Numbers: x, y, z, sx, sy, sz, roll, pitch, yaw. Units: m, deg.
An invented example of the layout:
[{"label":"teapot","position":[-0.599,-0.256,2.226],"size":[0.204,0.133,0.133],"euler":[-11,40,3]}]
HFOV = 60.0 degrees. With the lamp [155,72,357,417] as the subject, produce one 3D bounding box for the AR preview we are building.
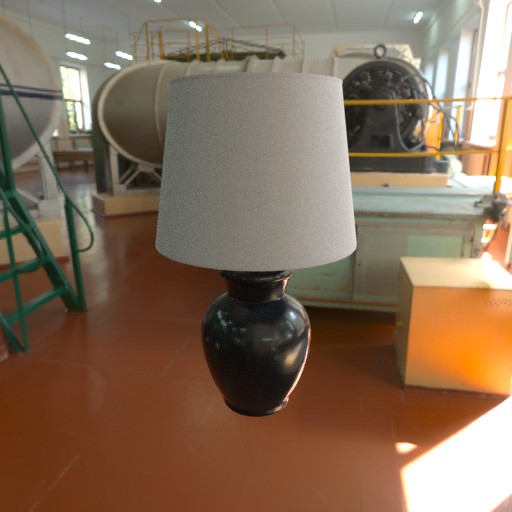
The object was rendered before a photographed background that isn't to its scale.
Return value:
[{"label":"lamp","position":[0.000,0.000,0.545],"size":[0.239,0.399,0.239],"euler":[0,16,0]}]
